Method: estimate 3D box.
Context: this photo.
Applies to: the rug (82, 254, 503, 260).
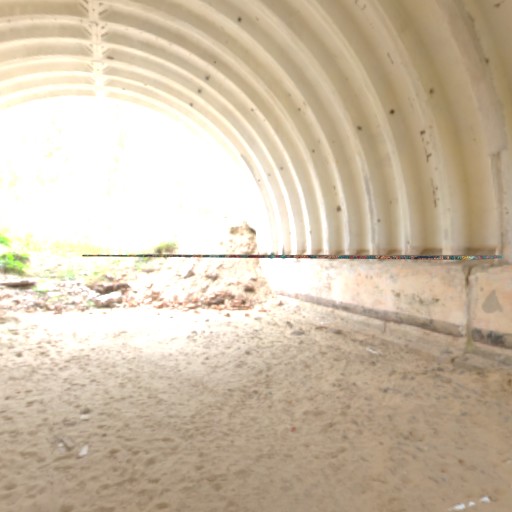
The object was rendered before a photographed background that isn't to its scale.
[{"bbox_3d":[0.000,0.000,2.415,2.286,0.013,0.686,0,1,37],"label":"rug"}]
